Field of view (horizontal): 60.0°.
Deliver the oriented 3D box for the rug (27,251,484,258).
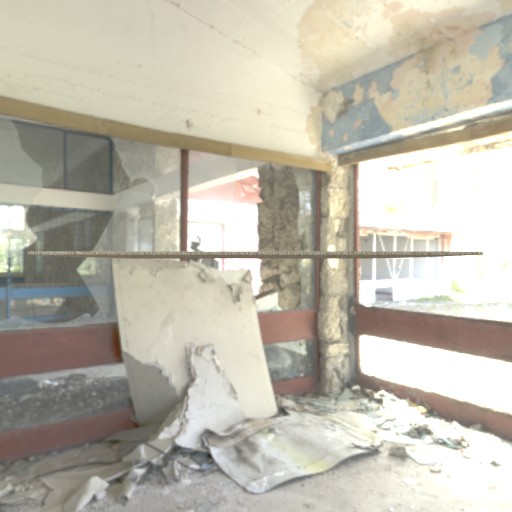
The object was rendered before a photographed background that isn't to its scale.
[{"bbox_3d":[0.000,0.000,4.078,3.001,0.025,2.401,0,-1,0],"label":"rug"}]
